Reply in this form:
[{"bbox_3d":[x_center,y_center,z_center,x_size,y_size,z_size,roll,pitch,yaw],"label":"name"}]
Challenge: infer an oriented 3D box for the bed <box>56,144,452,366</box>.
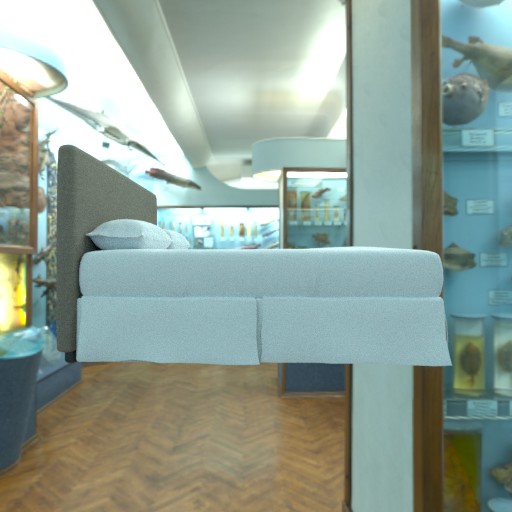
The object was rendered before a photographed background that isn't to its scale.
[{"bbox_3d":[0.000,0.000,3.573,2.341,1.317,2.119,0,-1,1],"label":"bed"}]
